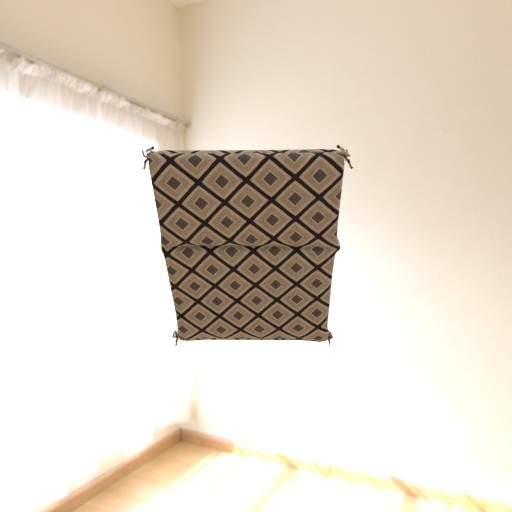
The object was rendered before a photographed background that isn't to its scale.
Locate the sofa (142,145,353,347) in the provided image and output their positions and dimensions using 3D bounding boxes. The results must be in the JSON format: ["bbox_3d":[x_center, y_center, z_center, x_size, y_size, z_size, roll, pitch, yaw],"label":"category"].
[{"bbox_3d":[0.000,0.000,1.960,0.582,0.622,1.663,0,1,2],"label":"sofa"}]
